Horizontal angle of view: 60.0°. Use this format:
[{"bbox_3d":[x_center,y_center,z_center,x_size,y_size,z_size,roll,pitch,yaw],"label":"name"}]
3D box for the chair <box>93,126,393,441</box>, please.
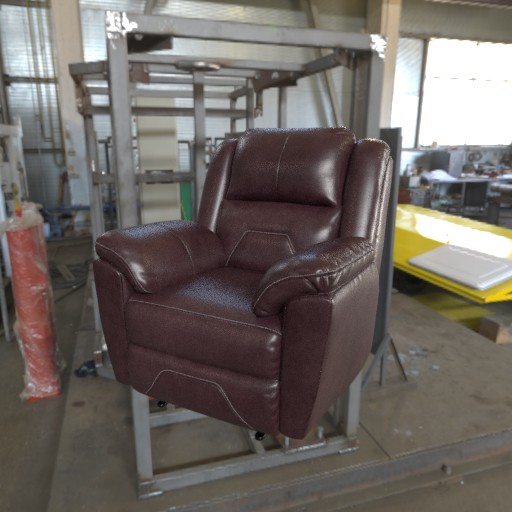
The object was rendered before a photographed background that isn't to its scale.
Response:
[{"bbox_3d":[0.000,0.000,1.927,0.990,1.093,1.041,7,17,26],"label":"chair"}]
